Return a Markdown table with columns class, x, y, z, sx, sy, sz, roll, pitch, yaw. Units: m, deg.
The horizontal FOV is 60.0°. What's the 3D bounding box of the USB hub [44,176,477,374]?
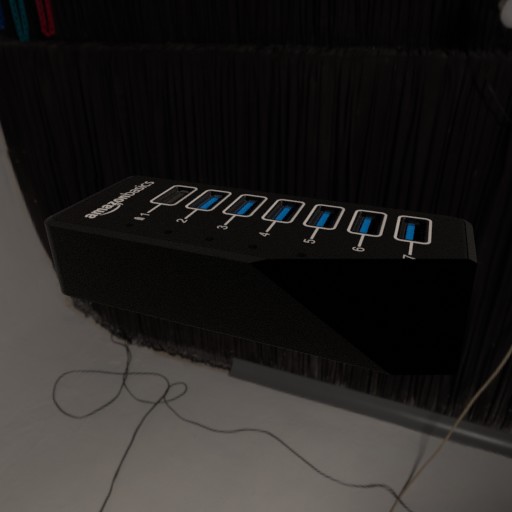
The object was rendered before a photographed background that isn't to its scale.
| class | x | y | z | sx | sy | sz | roll | pitch | yaw |
| --- | --- | --- | --- | --- | --- | --- | --- | --- | --- |
| USB hub | 0.000 | 0.000 | 0.125 | 0.110 | 0.023 | 0.044 | 10 | 30 | 18 |
